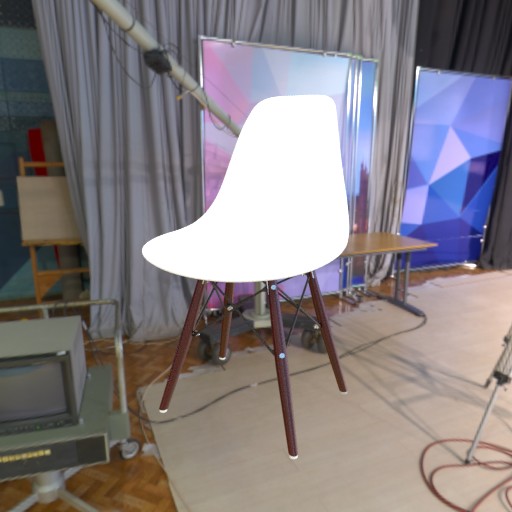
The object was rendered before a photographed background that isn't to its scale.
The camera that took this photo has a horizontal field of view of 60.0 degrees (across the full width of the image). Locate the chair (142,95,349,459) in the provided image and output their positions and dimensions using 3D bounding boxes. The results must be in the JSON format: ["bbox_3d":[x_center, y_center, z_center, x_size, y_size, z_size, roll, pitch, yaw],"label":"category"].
[{"bbox_3d":[0.000,0.000,1.150,0.470,0.826,0.533,8,17,26],"label":"chair"}]
